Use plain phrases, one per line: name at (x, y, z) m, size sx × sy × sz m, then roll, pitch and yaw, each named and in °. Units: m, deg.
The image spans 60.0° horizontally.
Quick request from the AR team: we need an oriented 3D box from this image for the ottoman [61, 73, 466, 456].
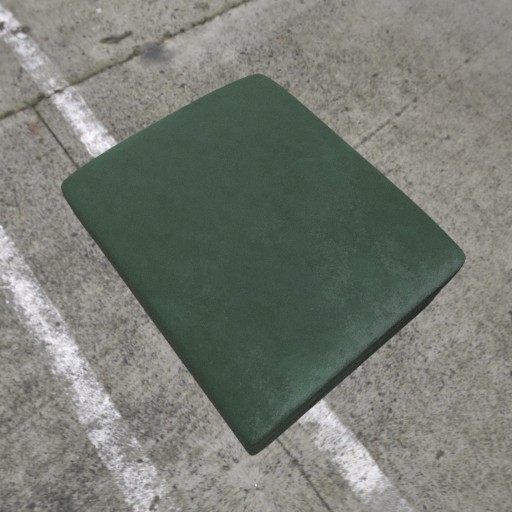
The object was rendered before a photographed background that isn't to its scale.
ottoman at (0.000, 0.000, 1.303) m, size 0.701 × 0.538 × 0.839 m, roll -35°, pitch 68°, yaw -17°
